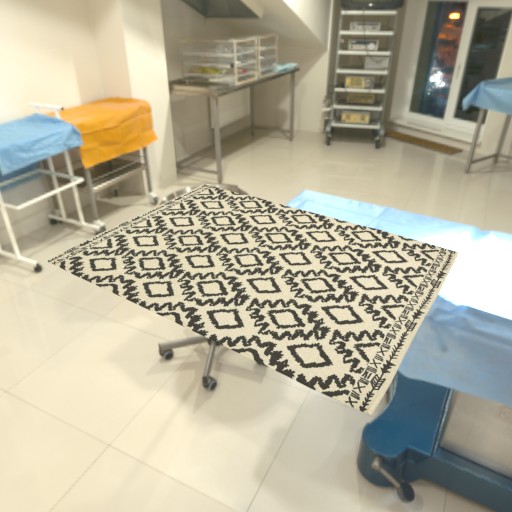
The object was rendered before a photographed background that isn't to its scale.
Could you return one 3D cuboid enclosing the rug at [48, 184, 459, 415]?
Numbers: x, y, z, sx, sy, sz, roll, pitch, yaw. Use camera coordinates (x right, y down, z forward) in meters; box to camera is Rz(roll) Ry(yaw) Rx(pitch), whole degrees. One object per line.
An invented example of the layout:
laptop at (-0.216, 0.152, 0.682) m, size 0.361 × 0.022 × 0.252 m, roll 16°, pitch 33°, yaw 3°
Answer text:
rug at (0.000, 0.000, 4.426) m, size 3.369 × 0.036 × 2.444 m, roll 19°, pitch 36°, yaw 28°
